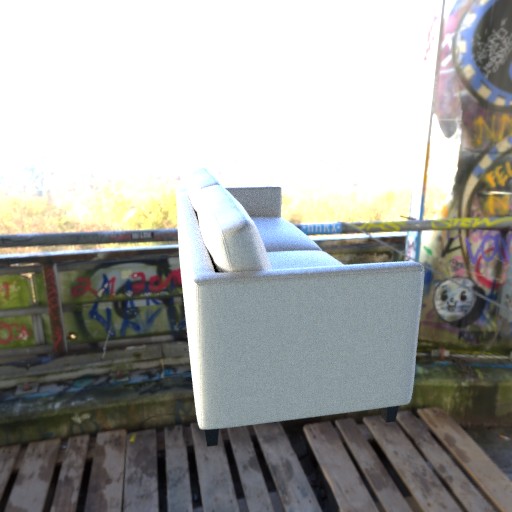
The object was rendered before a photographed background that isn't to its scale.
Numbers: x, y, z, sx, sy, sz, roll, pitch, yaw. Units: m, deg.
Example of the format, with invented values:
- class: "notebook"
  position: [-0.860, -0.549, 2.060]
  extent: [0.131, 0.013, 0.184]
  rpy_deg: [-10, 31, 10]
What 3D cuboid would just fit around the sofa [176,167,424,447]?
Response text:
- class: "sofa"
  position: [0.000, 0.000, 2.866]
  extent: [0.948, 0.965, 2.434]
  rpy_deg: [-3, 17, -11]
